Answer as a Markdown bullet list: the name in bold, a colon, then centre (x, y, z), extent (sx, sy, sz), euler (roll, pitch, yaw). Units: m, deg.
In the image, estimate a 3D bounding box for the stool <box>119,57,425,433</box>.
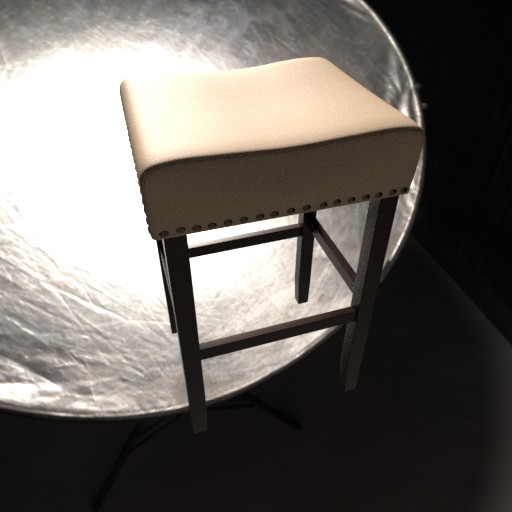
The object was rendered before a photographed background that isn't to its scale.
- **stool**: centre (0.000, 0.000, 1.048), extent (0.471, 0.762, 0.401), euler (-12, 42, -13)
